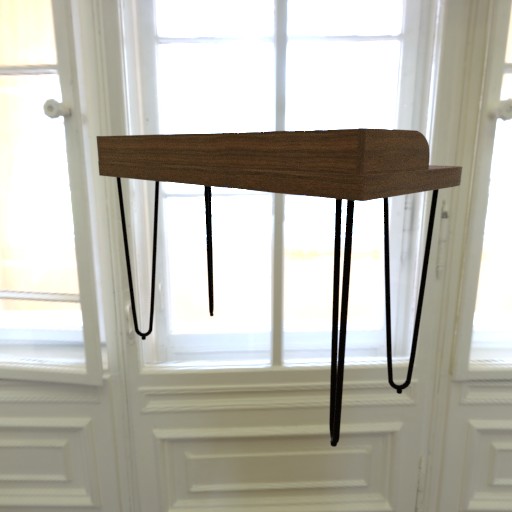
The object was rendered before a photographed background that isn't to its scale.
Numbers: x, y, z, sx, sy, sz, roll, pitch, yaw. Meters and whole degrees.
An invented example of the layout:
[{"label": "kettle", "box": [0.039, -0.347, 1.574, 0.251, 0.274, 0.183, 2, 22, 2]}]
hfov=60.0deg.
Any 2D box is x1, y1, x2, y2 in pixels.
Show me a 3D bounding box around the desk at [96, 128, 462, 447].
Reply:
[{"label": "desk", "box": [0.000, 0.000, 1.618, 1.200, 0.854, 0.565, 14, 19, 43]}]
